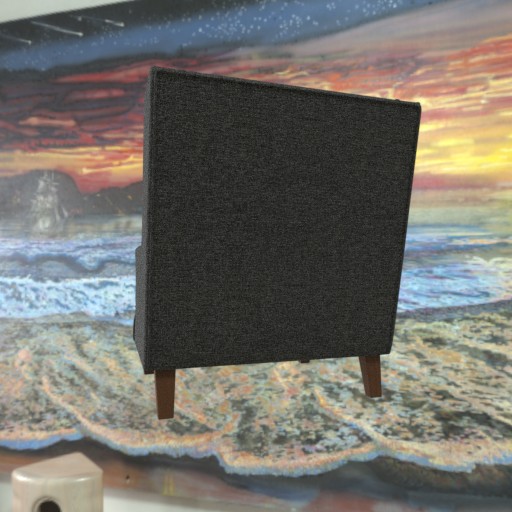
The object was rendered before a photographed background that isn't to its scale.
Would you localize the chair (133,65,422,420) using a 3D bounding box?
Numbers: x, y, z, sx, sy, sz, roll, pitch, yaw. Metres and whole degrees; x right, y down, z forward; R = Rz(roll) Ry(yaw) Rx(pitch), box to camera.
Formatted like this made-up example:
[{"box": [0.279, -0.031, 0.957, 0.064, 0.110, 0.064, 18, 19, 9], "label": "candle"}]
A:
[{"box": [0.000, 0.000, 1.825, 0.942, 1.082, 0.927, 1, -2, -18], "label": "chair"}]
